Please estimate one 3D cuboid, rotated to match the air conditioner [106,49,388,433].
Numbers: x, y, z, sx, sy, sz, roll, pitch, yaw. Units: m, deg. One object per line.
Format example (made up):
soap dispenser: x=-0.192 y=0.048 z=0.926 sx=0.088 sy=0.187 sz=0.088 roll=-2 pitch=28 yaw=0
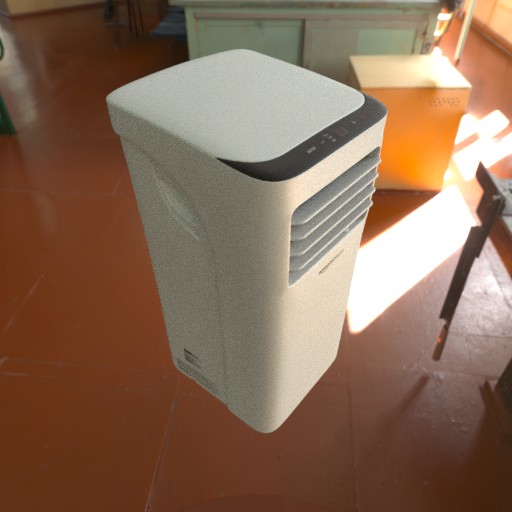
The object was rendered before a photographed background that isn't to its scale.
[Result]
air conditioner: x=0.000 y=0.000 z=0.936 sx=0.369 sy=0.716 sz=0.352 roll=28 pitch=47 yaw=29
